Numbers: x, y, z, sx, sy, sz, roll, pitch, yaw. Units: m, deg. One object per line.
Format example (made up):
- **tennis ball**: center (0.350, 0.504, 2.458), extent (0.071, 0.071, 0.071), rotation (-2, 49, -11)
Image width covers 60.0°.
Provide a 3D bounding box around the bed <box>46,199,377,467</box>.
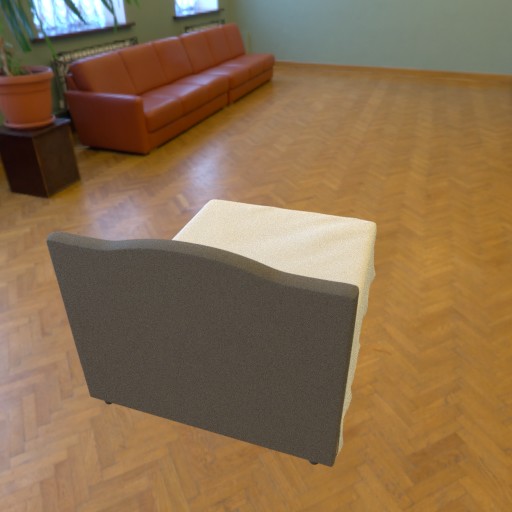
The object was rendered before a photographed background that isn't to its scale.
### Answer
- **bed**: center (0.000, 0.000, 3.454), extent (1.821, 1.436, 2.282), rotation (10, 34, 15)
